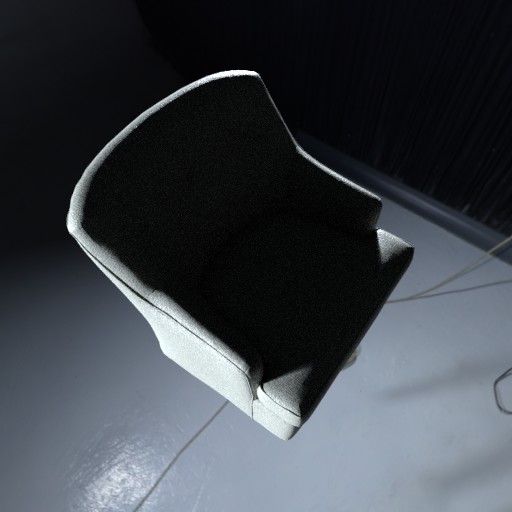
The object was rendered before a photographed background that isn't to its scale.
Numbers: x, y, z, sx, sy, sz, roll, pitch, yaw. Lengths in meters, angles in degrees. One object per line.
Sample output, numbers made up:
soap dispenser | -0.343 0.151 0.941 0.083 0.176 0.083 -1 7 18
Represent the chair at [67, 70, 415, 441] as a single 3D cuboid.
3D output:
chair | 0.000 0.000 1.598 0.923 0.856 0.864 32 63 19
